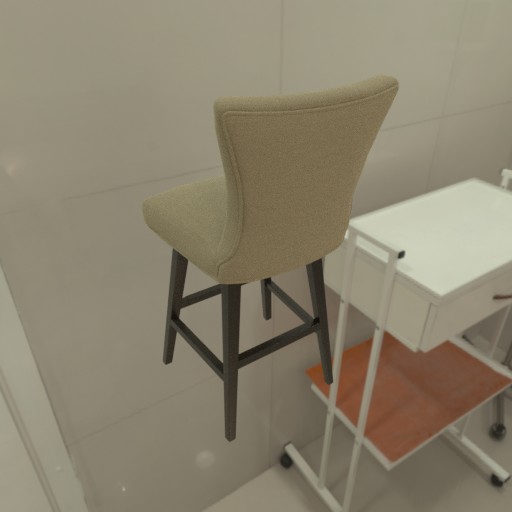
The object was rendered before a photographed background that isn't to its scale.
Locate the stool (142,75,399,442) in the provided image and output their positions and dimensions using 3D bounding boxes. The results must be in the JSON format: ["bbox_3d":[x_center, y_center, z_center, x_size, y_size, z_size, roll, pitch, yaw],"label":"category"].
[{"bbox_3d":[0.000,0.000,1.396,0.514,1.086,0.574,-19,36,-29],"label":"stool"}]
